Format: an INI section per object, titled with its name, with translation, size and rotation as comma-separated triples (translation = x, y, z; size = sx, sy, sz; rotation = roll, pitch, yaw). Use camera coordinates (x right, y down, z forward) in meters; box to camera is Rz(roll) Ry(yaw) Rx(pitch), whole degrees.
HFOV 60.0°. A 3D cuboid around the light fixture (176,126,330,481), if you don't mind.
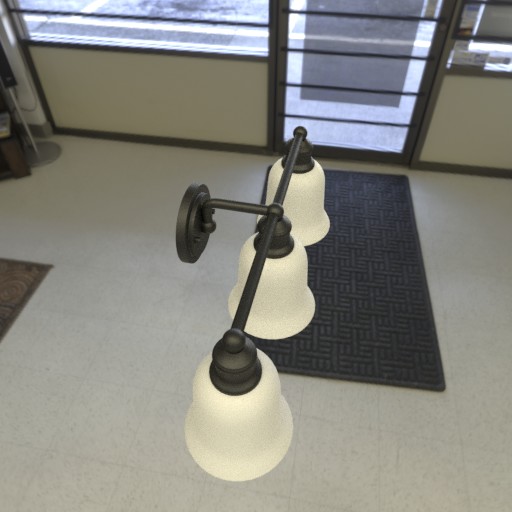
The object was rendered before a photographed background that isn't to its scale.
[light fixture]
translation = 0.000, 0.000, 0.670
size = 0.198, 0.211, 0.570
rotation = 9, 46, 9
